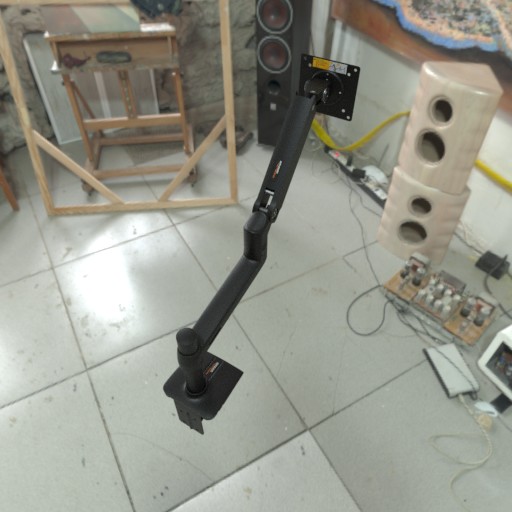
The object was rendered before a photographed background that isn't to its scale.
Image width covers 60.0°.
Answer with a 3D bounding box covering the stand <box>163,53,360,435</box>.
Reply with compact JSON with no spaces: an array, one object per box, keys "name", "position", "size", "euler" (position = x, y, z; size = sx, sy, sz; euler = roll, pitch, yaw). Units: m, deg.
[{"name":"stand","position":[0.000,0.000,1.075],"size":[0.152,0.713,0.650],"euler":[24,51,21]}]
